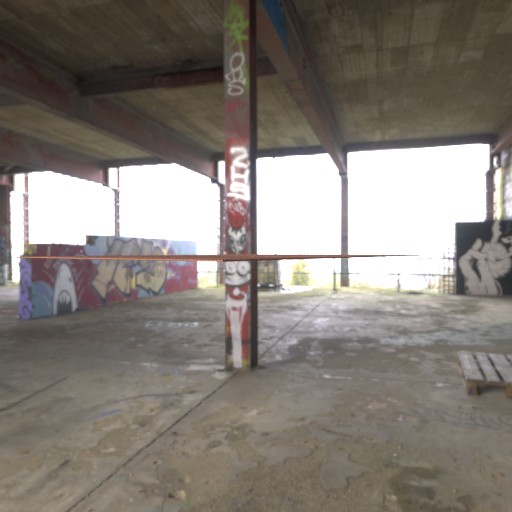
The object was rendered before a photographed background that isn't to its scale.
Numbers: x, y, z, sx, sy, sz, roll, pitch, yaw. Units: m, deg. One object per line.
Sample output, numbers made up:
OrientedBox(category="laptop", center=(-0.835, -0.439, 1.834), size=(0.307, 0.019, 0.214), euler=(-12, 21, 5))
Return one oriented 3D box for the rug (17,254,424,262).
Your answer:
OrientedBox(category="rug", center=(0.000, 0.000, 2.992), size=(1.523, 0.008, 2.438), euler=(1, 1, 37))
